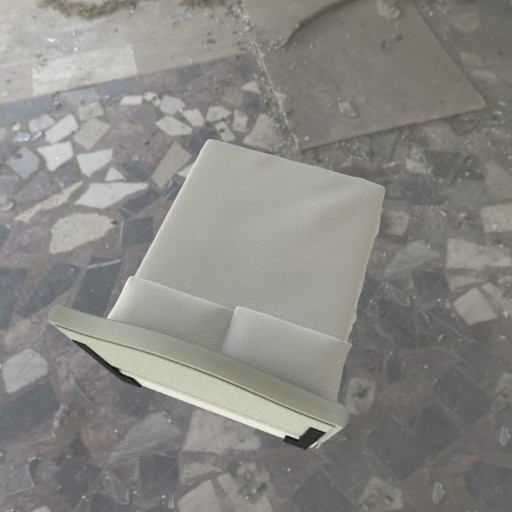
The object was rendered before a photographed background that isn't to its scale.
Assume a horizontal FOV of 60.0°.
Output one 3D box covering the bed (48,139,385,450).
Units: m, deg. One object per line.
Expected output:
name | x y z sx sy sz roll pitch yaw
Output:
bed | 0.000 0.000 3.353 1.813 1.607 2.180 17 64 9
